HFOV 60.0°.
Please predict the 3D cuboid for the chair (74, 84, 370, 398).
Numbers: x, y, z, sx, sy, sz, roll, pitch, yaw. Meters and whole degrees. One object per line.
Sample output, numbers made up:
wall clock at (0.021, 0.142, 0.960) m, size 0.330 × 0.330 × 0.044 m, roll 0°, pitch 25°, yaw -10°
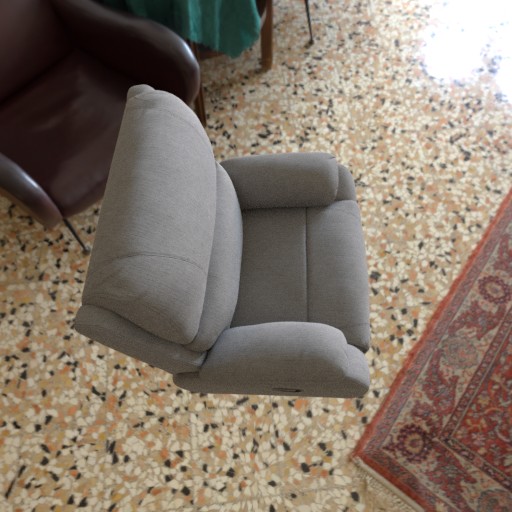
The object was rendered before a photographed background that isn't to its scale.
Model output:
chair at (0.000, 0.000, 1.657) m, size 0.899 × 1.011 × 0.930 m, roll 2°, pitch 63°, yaw 1°
